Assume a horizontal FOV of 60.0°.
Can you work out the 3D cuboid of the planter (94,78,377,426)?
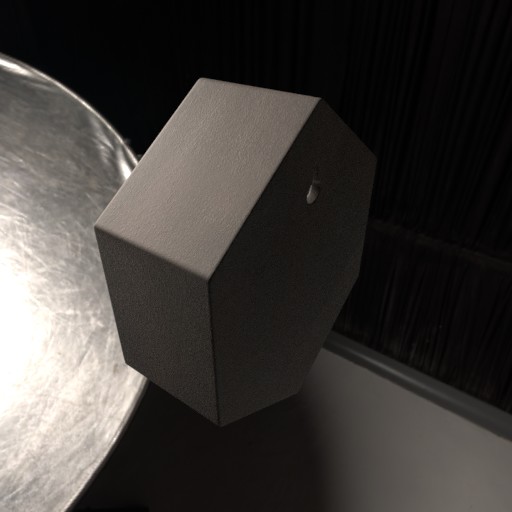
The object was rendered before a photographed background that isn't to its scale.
[{"bbox_3d":[0.000,0.000,0.283,0.077,0.206,0.169,22,39,29],"label":"planter"}]
